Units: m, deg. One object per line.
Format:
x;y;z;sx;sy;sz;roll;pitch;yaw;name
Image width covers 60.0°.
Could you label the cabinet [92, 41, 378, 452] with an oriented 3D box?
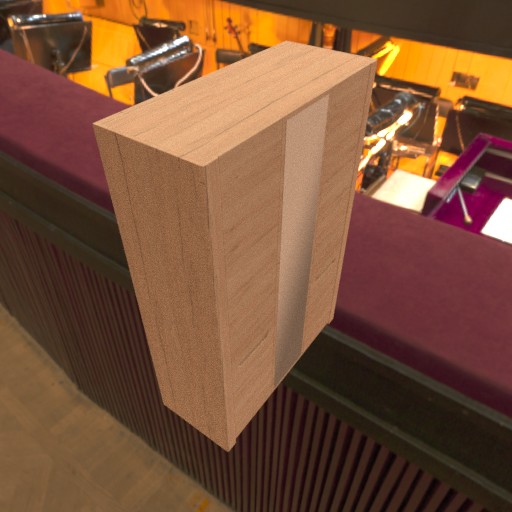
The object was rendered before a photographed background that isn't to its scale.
0.000;0.000;2.725;0.580;2.070;1.400;26;47;26;cabinet
